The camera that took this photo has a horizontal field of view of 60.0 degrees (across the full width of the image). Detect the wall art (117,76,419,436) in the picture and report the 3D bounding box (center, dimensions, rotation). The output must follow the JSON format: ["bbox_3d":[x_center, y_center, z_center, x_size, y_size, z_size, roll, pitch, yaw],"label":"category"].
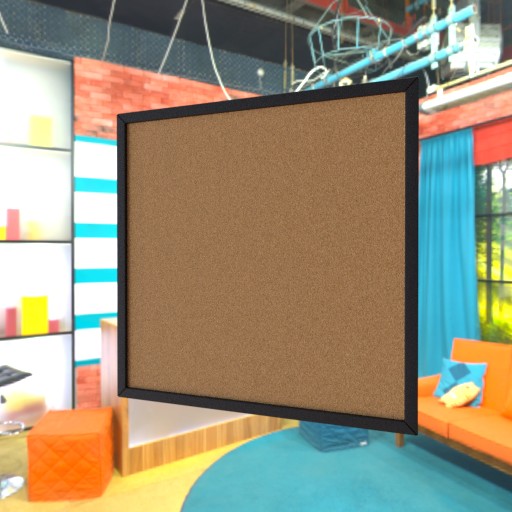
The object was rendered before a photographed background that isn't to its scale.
[{"bbox_3d":[0.000,0.000,0.443,0.305,0.305,0.037,0,0,20],"label":"wall art"}]
